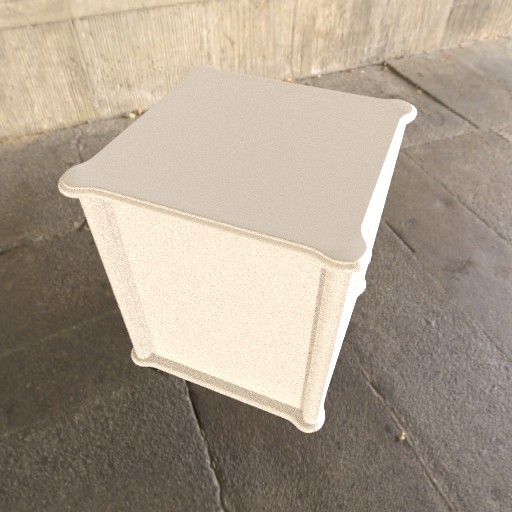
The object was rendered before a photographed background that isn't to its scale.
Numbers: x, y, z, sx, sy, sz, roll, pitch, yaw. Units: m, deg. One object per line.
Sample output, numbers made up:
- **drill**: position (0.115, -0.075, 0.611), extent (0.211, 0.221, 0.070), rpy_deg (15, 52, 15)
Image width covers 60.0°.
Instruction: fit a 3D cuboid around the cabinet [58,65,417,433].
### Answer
- **cabinet**: position (0.000, 0.000, 1.255), extent (0.627, 0.761, 0.628), rpy_deg (16, 48, 15)
